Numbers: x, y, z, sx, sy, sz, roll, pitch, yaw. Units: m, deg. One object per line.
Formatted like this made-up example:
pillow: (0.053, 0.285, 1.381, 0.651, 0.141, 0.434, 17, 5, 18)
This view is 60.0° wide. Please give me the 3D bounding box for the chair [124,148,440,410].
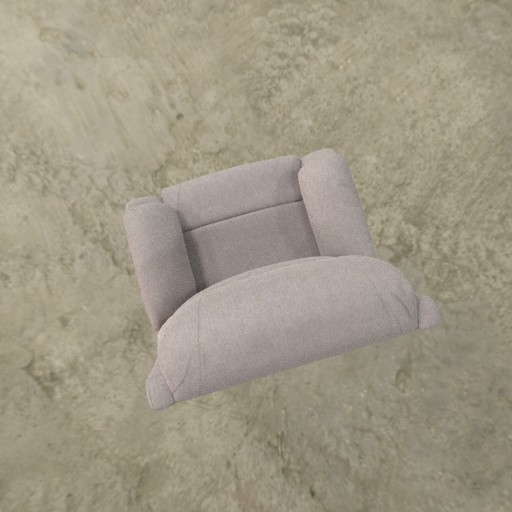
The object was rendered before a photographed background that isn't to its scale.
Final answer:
chair: (0.000, 0.000, 1.741, 0.930, 1.011, 0.899, -16, 75, -4)
